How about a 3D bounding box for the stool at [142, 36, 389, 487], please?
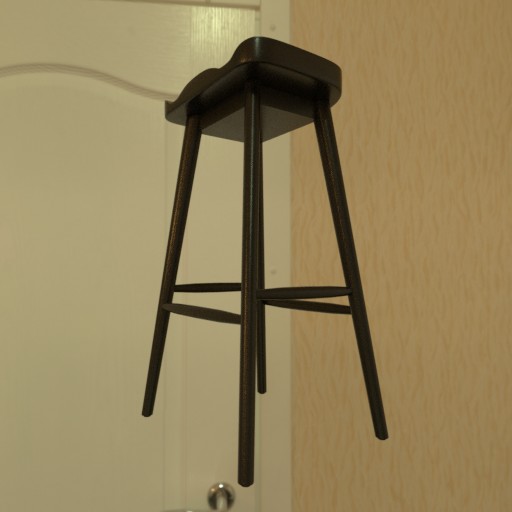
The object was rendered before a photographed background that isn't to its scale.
[{"bbox_3d":[0.000,0.000,0.985,0.361,0.749,0.440,1,-2,-35],"label":"stool"}]
